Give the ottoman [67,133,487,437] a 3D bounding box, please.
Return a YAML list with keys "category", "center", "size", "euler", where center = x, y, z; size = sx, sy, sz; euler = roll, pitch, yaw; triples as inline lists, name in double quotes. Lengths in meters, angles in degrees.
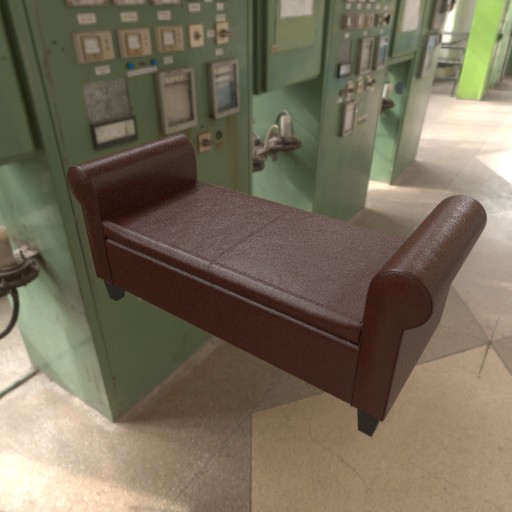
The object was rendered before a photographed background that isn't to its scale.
- category: "ottoman"
  center: [0.000, 0.000, 1.505]
  size: [1.256, 0.547, 0.521]
  euler: [20, 36, 30]
